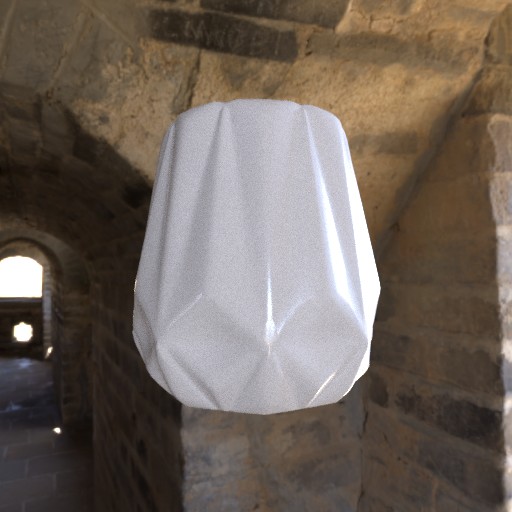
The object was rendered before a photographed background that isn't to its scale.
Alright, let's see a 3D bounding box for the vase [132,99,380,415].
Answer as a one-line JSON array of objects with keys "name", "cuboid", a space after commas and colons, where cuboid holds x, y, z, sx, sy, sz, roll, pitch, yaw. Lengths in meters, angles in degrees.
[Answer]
[{"name": "vase", "cuboid": [0.000, 0.000, 0.262, 0.141, 0.152, 0.141, 0, -1, 0]}]
